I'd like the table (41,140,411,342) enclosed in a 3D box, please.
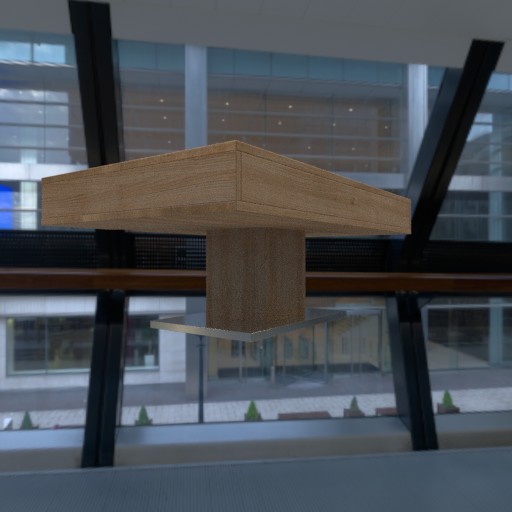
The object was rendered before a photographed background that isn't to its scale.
[{"bbox_3d":[0.000,0.000,1.490,0.700,0.440,1.100,0,0,36],"label":"table"}]
